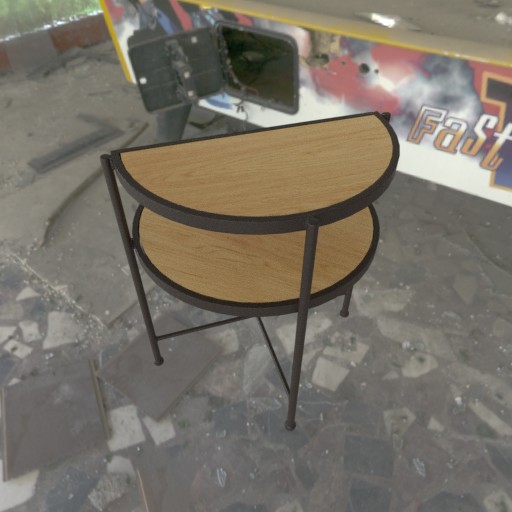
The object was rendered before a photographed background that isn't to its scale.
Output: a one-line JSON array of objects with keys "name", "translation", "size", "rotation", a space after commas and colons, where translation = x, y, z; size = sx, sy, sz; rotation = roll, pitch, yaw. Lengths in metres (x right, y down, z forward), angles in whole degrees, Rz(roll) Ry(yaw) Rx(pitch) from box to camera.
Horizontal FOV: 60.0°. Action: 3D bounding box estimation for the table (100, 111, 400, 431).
[{"name": "table", "translation": [0.000, 0.000, 1.137], "size": [0.629, 0.684, 0.628], "rotation": [-12, 44, -13]}]
